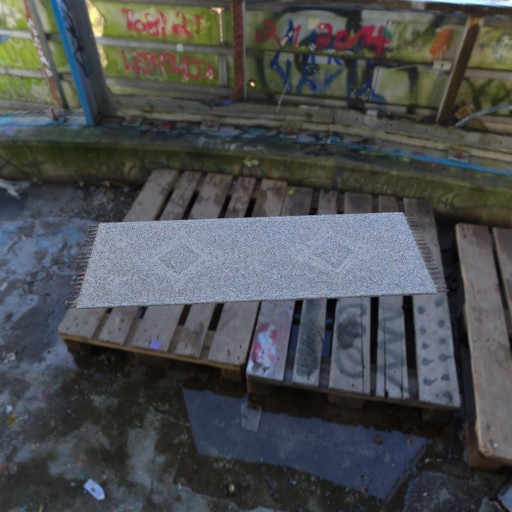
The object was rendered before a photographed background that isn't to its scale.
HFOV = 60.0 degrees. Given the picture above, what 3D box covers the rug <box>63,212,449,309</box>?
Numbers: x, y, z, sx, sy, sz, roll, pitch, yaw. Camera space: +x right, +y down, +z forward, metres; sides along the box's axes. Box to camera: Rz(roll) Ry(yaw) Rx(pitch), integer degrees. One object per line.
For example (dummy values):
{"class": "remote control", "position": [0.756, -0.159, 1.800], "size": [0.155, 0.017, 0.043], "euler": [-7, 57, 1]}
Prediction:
{"class": "rug", "position": [0.000, 0.000, 2.851], "size": [2.378, 0.018, 1.324], "euler": [9, 47, 9]}
